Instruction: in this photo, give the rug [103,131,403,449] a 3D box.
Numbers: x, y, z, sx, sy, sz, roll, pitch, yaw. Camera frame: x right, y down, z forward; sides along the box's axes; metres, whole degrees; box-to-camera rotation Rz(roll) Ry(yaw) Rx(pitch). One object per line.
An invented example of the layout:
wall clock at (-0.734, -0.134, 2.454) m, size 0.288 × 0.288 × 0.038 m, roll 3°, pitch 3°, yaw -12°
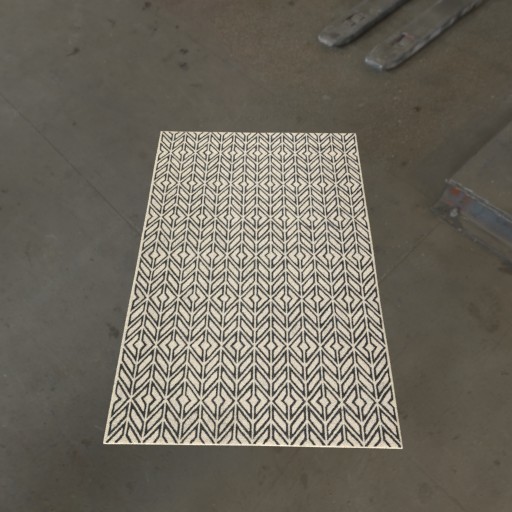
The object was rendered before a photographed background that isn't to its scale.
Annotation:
rug at (0.000, 0.000, 2.290) m, size 1.220 × 0.007 × 1.828 m, roll 1°, pitch 58°, yaw 0°
